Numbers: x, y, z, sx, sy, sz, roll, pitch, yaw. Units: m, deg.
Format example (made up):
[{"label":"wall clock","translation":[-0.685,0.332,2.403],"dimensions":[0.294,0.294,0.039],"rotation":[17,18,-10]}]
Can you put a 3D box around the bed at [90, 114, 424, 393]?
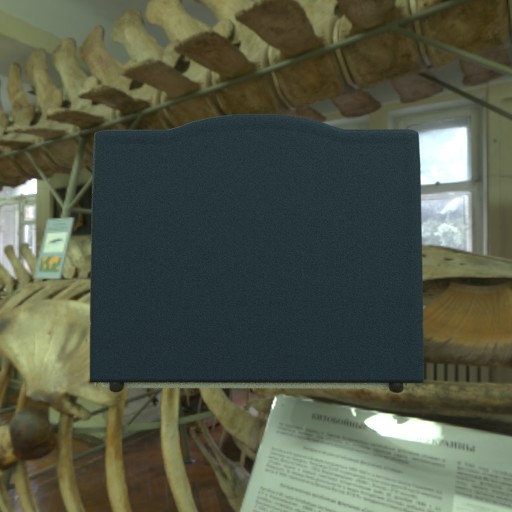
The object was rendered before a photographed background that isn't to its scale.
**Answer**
[{"label":"bed","translation":[0.000,0.000,3.508],"dimensions":[1.741,1.441,2.507],"rotation":[0,-1,0]}]
